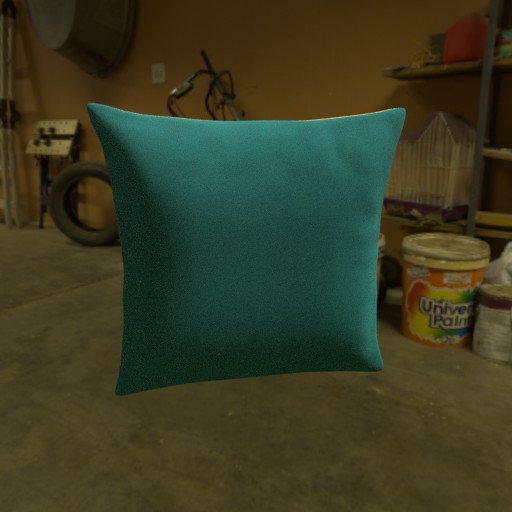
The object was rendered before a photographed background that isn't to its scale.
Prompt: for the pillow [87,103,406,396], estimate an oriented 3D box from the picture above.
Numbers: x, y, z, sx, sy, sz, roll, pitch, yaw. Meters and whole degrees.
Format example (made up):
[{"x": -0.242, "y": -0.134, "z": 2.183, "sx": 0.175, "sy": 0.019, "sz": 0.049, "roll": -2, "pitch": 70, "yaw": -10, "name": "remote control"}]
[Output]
[{"x": 0.000, "y": 0.000, "z": 0.788, "sx": 0.525, "sy": 0.508, "sz": 0.166, "roll": -3, "pitch": 15, "yaw": -10, "name": "pillow"}]
